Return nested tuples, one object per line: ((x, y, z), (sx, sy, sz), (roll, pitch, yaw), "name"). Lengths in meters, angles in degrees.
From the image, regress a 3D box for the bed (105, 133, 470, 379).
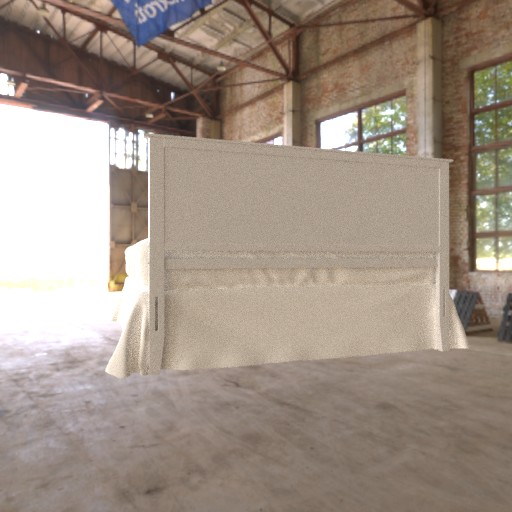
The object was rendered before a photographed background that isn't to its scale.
((0.000, 0.000, 3.635), (2.317, 1.273, 2.215), (0, 0, -18), "bed")
